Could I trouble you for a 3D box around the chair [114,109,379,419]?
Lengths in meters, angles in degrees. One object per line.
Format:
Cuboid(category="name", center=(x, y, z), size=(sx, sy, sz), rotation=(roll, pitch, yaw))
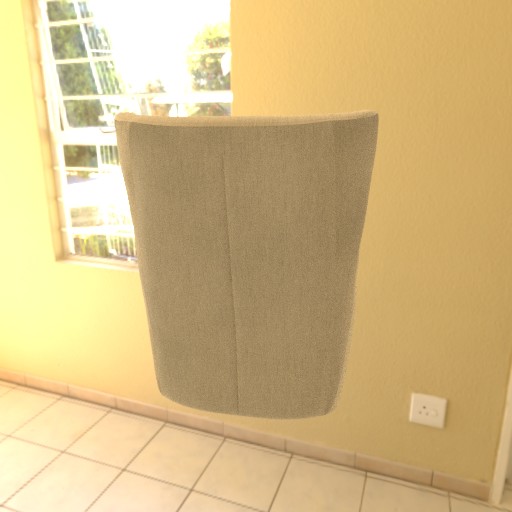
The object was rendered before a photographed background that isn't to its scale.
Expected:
Cuboid(category="chair", center=(0.000, 0.000, 1.631), size=(0.779, 1.000, 0.904), rotation=(3, 16, 10))
